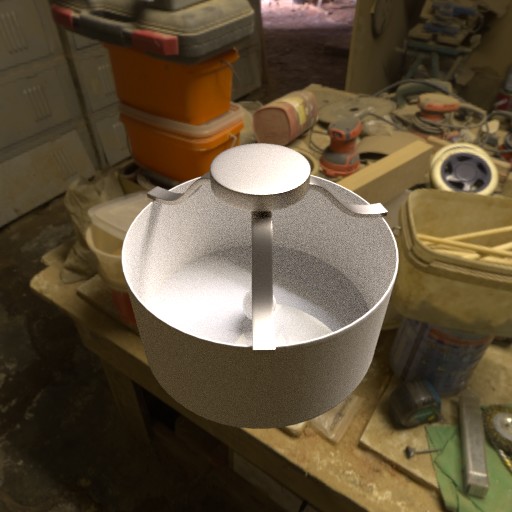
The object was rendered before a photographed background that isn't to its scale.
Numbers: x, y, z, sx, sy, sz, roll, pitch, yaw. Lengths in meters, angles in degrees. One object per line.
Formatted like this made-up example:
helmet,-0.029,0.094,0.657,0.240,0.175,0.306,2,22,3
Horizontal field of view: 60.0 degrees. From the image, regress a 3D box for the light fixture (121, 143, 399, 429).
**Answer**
light fixture,0.000,0.000,0.654,0.395,0.304,0.395,0,41,0
